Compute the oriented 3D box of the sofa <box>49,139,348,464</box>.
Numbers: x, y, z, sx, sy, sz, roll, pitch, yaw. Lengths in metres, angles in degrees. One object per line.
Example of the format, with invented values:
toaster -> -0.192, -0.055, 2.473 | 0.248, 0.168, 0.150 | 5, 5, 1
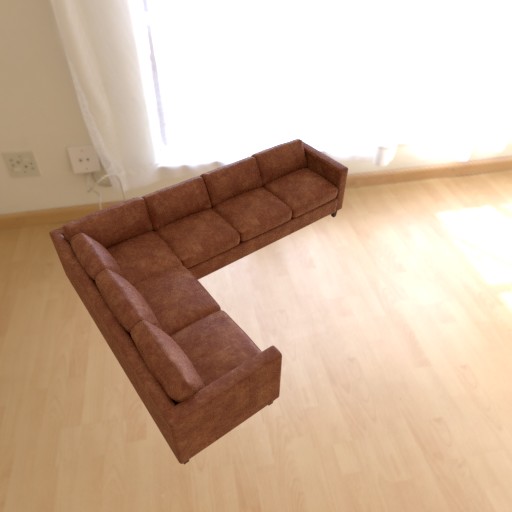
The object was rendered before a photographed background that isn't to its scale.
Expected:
sofa -> 0.000, 0.000, 4.402 | 3.150, 0.838, 2.438 | -27, 49, -26
